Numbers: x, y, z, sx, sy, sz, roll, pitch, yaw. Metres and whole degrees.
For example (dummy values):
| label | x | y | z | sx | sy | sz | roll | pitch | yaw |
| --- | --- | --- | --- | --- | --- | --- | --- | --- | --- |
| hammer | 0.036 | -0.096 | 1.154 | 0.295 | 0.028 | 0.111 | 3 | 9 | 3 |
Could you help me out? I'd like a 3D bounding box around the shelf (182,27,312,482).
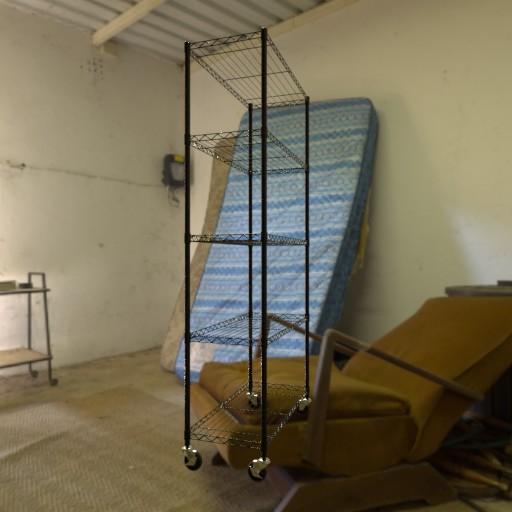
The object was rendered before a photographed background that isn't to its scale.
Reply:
| label | x | y | z | sx | sy | sz | roll | pitch | yaw |
| --- | --- | --- | --- | --- | --- | --- | --- | --- | --- |
| shelf | 0.000 | 0.000 | 1.999 | 0.356 | 1.645 | 0.762 | 0 | 0 | 19 |
